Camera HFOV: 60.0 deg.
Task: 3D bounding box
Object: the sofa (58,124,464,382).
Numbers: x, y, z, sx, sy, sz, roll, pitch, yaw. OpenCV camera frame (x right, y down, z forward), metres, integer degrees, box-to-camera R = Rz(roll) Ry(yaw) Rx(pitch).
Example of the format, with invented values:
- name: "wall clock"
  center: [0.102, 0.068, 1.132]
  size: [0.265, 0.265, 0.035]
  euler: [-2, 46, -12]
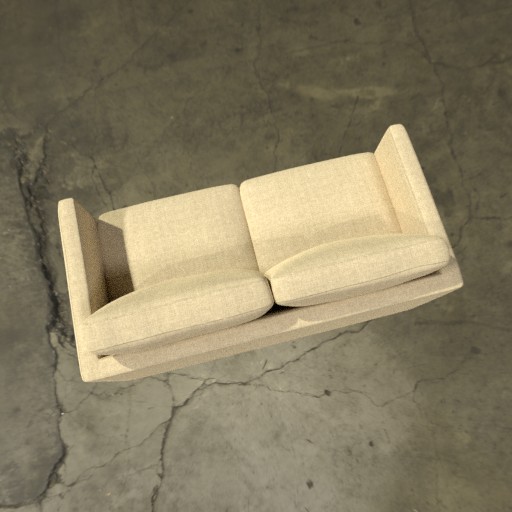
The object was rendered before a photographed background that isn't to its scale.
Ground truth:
- name: "sofa"
  center: [0.000, 0.000, 2.452]
  size: [1.884, 0.963, 0.950]
  euler: [-14, 75, -4]
